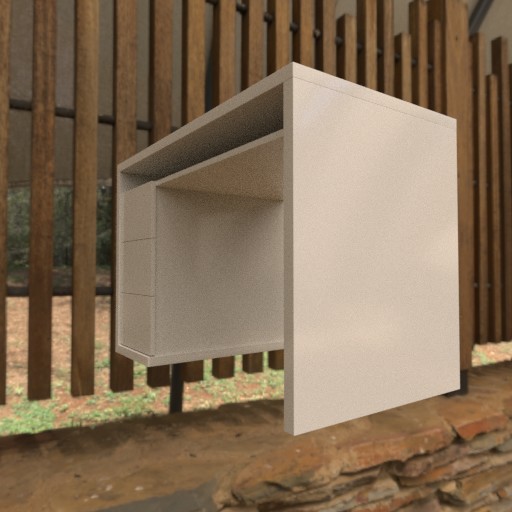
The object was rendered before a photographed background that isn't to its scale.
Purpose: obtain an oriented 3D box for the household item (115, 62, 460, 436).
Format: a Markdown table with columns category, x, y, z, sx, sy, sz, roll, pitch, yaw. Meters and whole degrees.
| category | x | y | z | sx | sy | sz | roll | pitch | yaw |
| --- | --- | --- | --- | --- | --- | --- | --- | --- | --- |
| household item | 0.000 | 0.000 | 1.505 | 0.597 | 0.749 | 1.100 | 1 | -2 | -35 |
